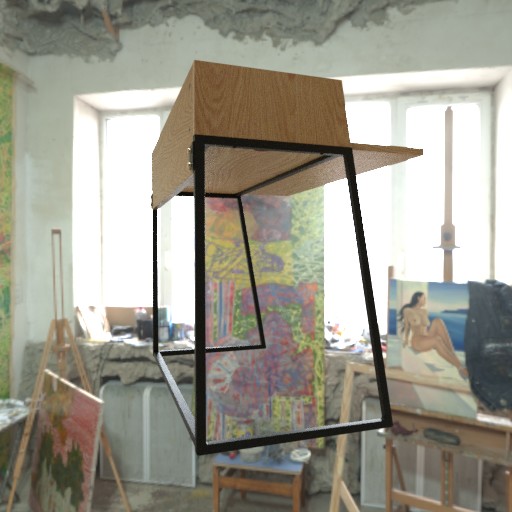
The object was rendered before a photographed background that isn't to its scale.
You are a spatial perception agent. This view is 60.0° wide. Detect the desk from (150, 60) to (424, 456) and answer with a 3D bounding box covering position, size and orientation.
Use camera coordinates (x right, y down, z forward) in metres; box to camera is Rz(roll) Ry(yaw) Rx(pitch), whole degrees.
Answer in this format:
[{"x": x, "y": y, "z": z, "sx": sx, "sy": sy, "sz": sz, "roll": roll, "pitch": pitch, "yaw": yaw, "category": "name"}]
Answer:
[{"x": 0.000, "y": 0.000, "z": 1.867, "sx": 0.769, "sy": 1.061, "sz": 1.191, "roll": 0, "pitch": 1, "yaw": -19, "category": "desk"}]
